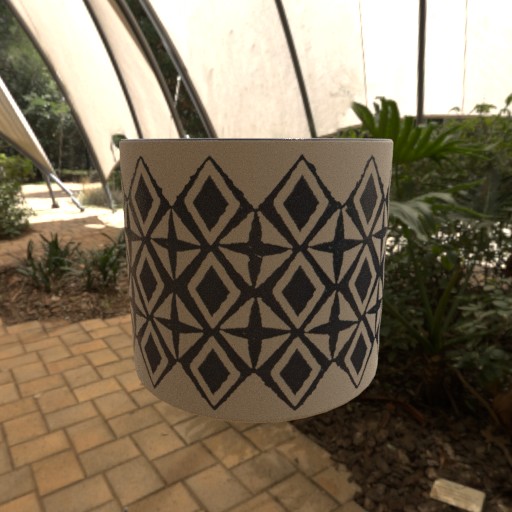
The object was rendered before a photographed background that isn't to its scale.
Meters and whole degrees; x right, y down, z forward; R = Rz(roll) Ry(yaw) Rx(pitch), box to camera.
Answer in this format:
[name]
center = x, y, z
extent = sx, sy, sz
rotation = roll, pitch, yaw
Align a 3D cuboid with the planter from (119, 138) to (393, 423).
[planter]
center = 0.000, 0.000, 0.400
extent = 0.224, 0.203, 0.224
rotation = 0, 14, 0
